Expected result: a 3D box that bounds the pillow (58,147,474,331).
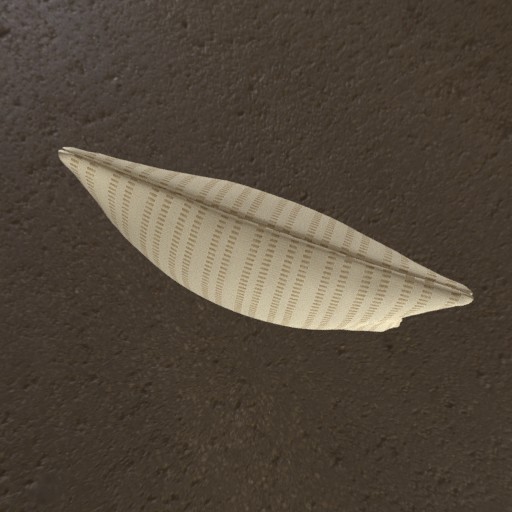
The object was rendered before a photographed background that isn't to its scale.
[{"bbox_3d":[0.000,0.000,0.793,0.640,0.353,0.210,20,77,5],"label":"pillow"}]
